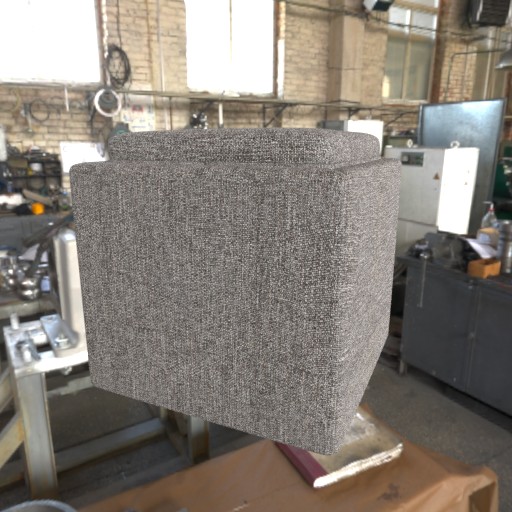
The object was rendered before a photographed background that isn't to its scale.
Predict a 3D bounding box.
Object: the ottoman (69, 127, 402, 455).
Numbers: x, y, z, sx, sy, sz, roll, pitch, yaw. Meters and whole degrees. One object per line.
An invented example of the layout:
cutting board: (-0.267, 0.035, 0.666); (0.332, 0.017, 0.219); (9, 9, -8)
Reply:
ottoman: (0.000, 0.000, 0.833); (0.450, 0.460, 0.450); (7, 16, 24)
